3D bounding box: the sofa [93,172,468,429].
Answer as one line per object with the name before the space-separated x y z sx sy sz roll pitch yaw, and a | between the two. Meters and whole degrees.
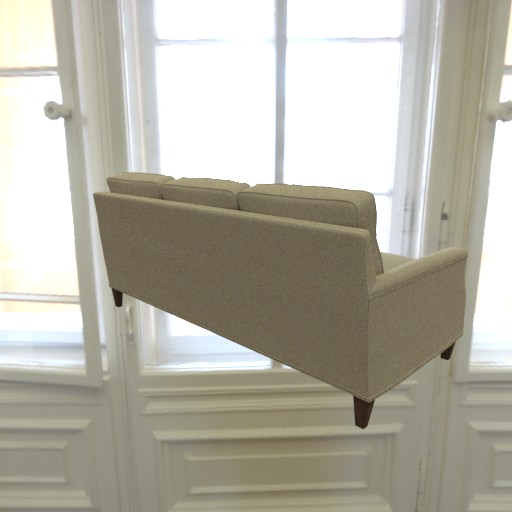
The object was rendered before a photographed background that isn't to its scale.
sofa | 0.000 0.000 2.792 2.246 1.003 1.084 13 19 43
